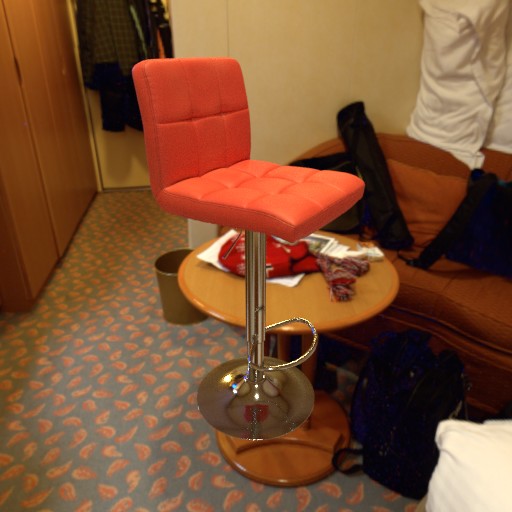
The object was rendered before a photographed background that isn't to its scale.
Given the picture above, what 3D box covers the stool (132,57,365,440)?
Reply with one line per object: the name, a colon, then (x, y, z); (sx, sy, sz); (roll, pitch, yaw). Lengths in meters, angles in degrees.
stool: (0.000, 0.000, 1.371); (0.505, 1.115, 0.430); (16, 30, 31)
